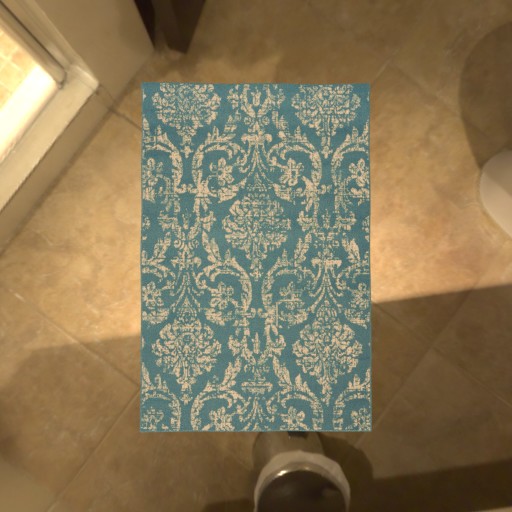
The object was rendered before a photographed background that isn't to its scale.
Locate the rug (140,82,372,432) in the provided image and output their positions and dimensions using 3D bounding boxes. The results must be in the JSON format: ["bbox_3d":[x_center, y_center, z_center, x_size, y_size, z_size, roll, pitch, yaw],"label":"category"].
[{"bbox_3d":[0.000,0.000,2.327,1.211,0.012,1.833,0,89,-1],"label":"rug"}]
